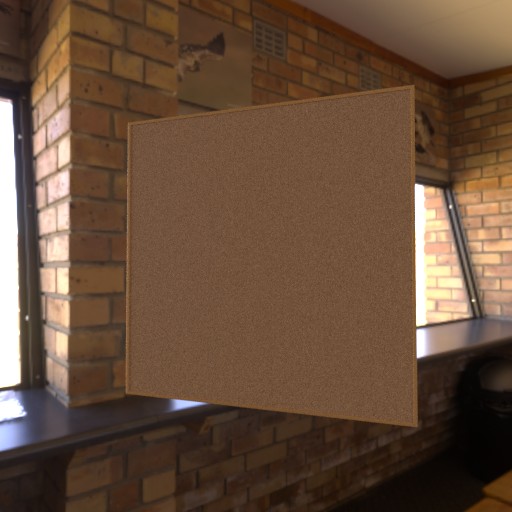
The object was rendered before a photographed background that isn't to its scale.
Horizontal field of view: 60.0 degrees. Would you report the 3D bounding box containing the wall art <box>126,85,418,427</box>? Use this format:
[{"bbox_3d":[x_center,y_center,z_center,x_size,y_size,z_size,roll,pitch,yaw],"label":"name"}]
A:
[{"bbox_3d":[0.000,0.000,0.673,0.457,0.455,0.013,-1,-2,20],"label":"wall art"}]
